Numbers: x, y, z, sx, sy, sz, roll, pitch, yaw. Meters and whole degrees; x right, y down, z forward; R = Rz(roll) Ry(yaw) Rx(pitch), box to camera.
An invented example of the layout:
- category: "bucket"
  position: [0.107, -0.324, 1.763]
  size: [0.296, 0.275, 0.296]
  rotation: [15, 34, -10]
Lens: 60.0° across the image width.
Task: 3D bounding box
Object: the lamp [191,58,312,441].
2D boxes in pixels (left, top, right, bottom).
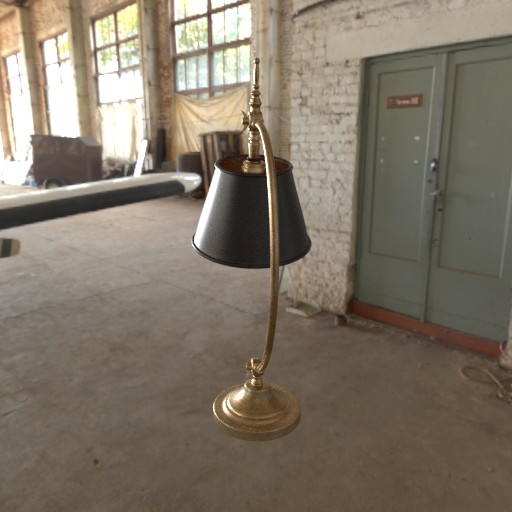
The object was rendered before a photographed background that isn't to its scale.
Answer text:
- category: "lamp"
  position: [0.000, 0.000, 0.819]
  size: [0.235, 0.675, 0.344]
  rotation: [-2, 14, -8]
